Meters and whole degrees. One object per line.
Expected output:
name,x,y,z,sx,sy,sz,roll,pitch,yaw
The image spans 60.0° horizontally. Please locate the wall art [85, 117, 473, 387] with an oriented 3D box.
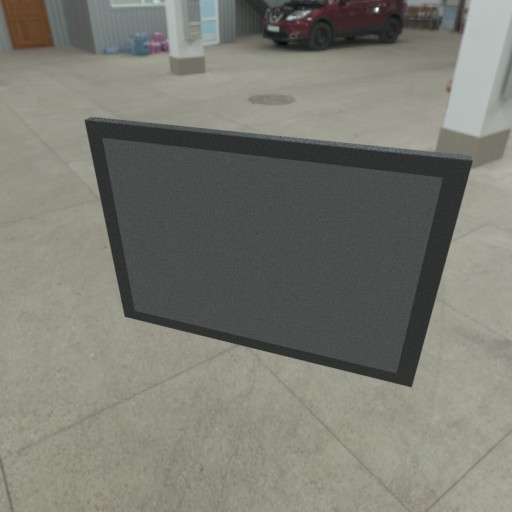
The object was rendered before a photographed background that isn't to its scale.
wall art,0.000,0.000,0.559,0.432,0.306,0.016,10,33,16
